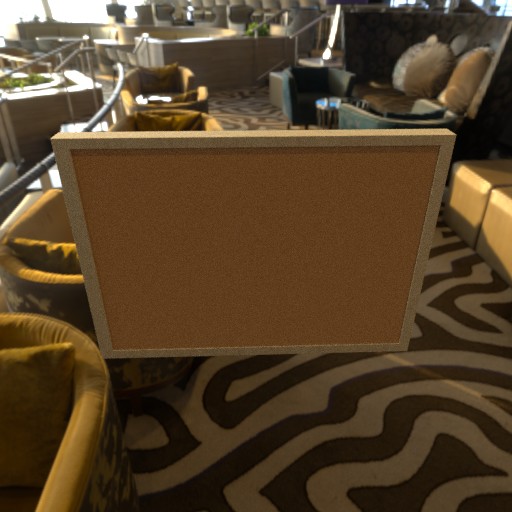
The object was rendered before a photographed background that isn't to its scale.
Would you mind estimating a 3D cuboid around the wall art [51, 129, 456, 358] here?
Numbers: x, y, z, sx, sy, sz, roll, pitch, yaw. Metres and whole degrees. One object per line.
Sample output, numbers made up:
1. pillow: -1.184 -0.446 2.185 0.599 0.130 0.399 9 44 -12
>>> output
1. wall art: 0.000 0.000 0.690 0.532 0.380 0.032 -1 30 -2
